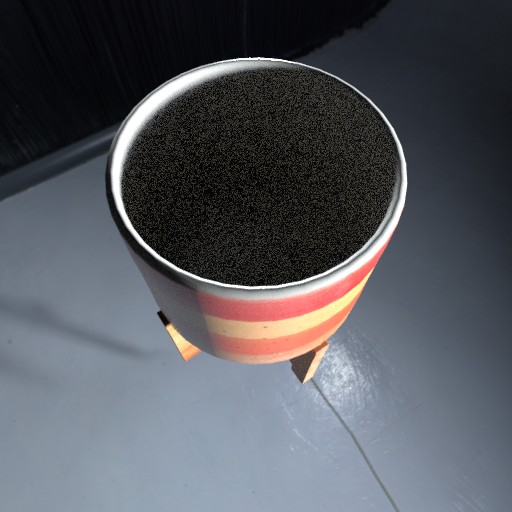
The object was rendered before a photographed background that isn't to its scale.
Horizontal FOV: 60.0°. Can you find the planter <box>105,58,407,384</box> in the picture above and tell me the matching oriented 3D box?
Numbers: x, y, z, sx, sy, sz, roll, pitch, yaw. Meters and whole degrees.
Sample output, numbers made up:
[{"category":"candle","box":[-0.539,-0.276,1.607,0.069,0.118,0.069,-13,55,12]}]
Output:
[{"category":"planter","box":[0.000,0.000,0.398,0.199,0.268,0.199,0,62,0]}]
